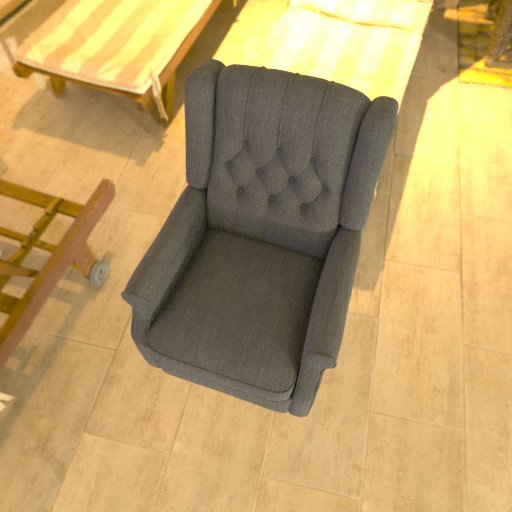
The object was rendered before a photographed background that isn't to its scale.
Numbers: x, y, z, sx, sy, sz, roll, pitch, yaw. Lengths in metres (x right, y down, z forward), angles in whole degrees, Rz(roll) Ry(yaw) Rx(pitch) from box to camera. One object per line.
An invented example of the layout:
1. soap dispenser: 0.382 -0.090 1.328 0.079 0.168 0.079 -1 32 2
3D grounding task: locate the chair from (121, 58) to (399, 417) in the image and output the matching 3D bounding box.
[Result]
1. chair: 0.000 0.000 1.624 0.742 1.035 0.898 16 60 10
